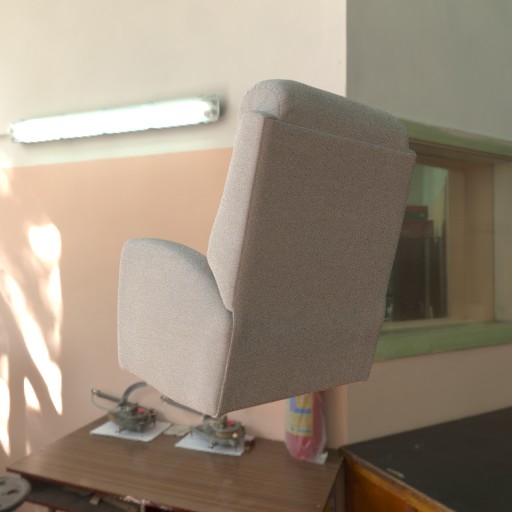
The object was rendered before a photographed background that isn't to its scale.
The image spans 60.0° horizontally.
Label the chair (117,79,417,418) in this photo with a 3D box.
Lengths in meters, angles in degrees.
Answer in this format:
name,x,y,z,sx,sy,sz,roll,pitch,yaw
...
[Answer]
name,x,y,z,sx,sy,sz,roll,pitch,yaw
chair,0.000,0.000,1.735,0.798,1.013,1.043,1,-1,-36
